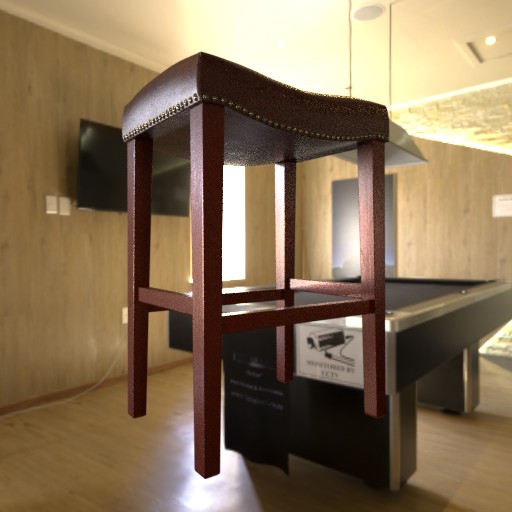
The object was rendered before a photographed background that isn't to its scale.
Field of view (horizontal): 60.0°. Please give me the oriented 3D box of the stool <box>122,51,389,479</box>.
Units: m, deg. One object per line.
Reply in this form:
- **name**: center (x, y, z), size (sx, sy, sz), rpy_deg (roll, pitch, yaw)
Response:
- **stool**: center (0.000, 0.000, 1.024), size (0.504, 0.742, 0.372), rpy_deg (-1, 2, -36)
